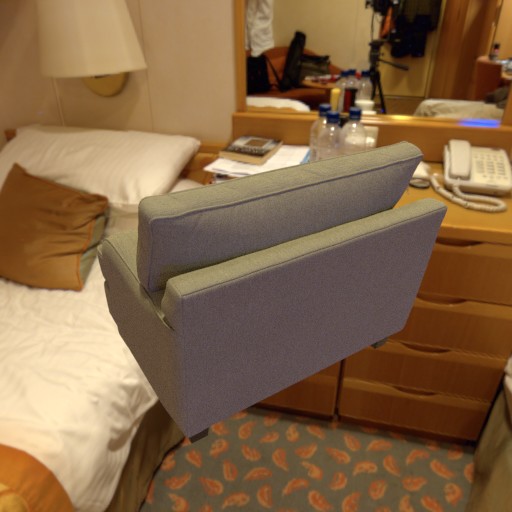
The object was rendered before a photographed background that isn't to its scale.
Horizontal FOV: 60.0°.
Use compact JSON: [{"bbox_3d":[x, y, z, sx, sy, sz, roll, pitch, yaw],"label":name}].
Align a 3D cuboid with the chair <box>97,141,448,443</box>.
[{"bbox_3d":[0.000,0.000,2.027,1.220,1.016,1.041,-18,34,-28],"label":"chair"}]
